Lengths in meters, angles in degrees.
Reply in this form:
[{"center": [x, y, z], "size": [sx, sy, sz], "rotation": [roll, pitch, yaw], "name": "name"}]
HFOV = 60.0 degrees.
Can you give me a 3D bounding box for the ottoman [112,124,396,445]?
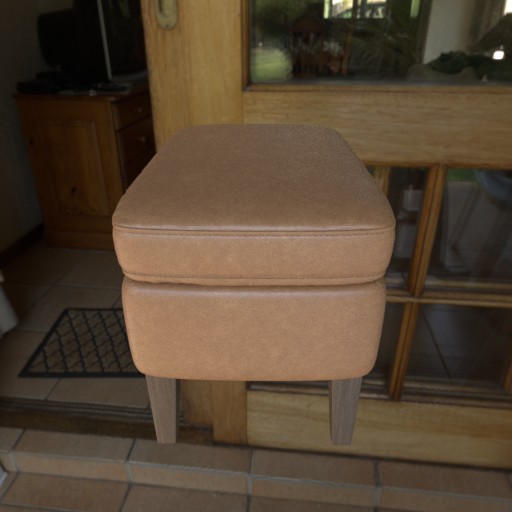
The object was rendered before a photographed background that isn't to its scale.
[{"center": [0.000, 0.000, 0.969], "size": [0.420, 0.480, 0.670], "rotation": [0, 27, 1], "name": "ottoman"}]
